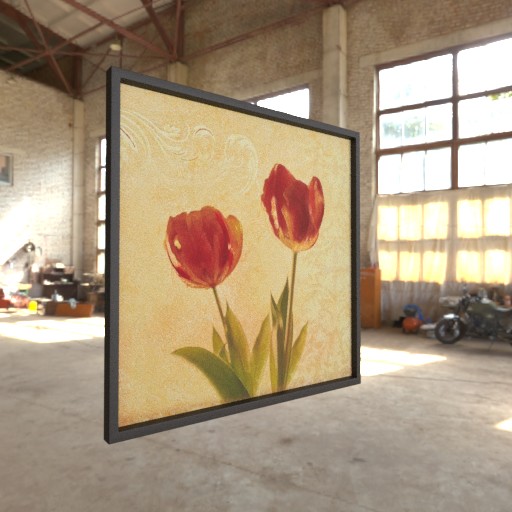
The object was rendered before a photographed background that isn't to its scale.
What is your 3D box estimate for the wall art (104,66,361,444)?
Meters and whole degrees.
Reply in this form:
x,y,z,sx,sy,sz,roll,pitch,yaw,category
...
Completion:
x,y,z,sx,sy,sz,roll,pitch,yaw,category
0.000,0.000,1.199,0.805,0.807,0.043,1,-1,-37,wall art
